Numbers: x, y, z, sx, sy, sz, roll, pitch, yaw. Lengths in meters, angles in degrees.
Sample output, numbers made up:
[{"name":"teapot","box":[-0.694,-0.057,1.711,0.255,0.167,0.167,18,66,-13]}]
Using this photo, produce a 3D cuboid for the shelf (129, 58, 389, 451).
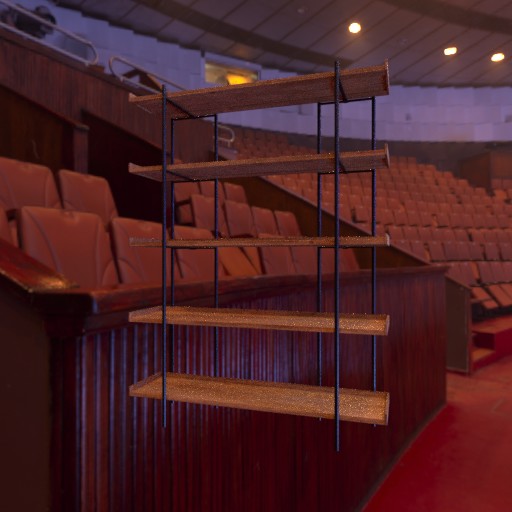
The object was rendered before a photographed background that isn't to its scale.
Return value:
[{"name":"shelf","box":[0.000,0.000,2.397,1.371,1.826,0.379,0,0,18]}]
